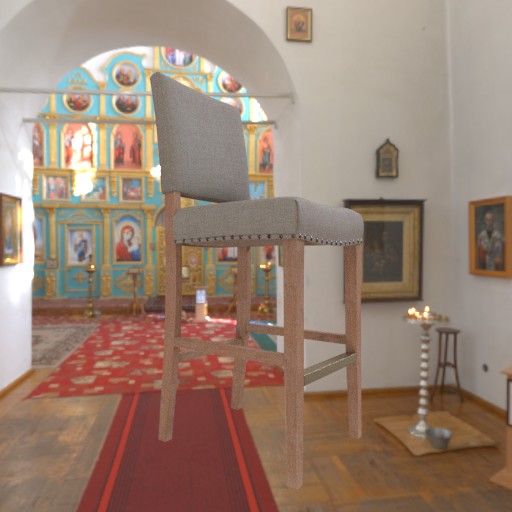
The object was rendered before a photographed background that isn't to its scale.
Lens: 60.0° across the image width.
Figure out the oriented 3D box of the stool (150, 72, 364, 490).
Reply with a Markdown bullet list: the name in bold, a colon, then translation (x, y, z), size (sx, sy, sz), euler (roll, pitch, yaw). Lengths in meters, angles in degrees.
- **stool**: translation (0.000, 0.000, 1.472), size (0.585, 1.203, 0.445), euler (0, -1, 36)
